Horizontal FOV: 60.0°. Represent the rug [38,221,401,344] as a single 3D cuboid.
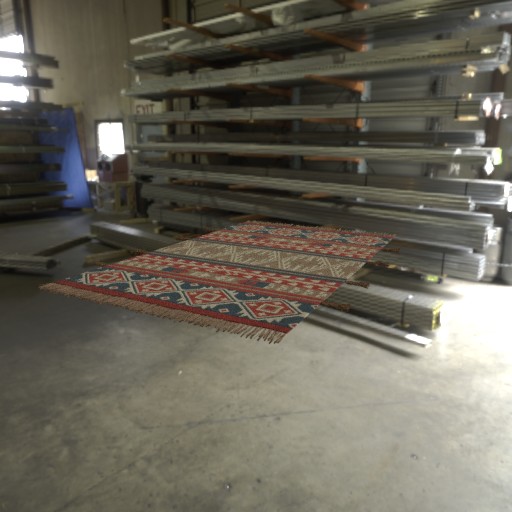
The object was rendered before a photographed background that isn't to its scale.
[{"bbox_3d":[0.000,0.000,3.167,1.778,0.048,2.450,8,16,27],"label":"rug"}]
